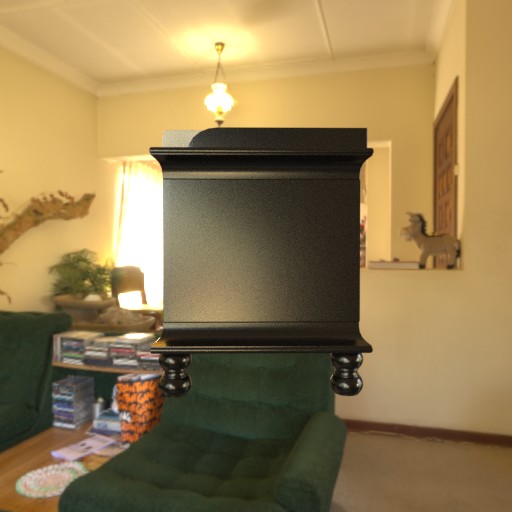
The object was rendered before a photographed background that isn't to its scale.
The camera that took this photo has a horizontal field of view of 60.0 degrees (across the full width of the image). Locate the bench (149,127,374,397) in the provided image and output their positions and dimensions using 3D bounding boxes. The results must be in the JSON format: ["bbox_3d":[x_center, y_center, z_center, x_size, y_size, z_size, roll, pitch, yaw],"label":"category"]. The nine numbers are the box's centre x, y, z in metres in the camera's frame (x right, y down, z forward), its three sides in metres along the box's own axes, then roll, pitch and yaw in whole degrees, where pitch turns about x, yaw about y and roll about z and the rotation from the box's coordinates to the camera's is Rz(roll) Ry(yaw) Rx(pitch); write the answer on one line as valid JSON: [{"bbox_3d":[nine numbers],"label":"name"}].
[{"bbox_3d":[0.000,0.000,1.387,0.402,0.501,1.185,0,1,-1],"label":"bench"}]
